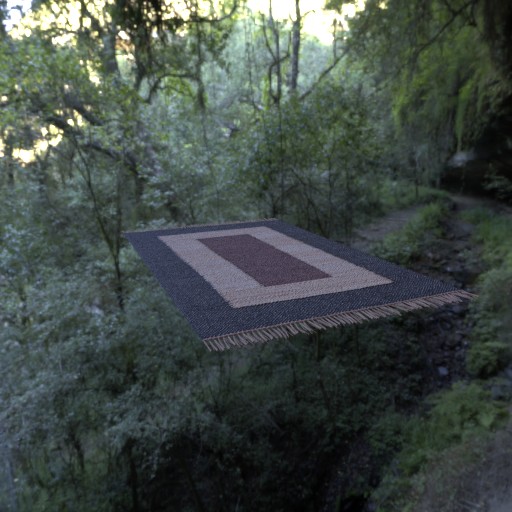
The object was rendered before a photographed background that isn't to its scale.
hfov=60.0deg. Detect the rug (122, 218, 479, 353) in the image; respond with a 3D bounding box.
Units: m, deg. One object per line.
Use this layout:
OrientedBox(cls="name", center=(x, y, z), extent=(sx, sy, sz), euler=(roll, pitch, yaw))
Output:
OrientedBox(cls="rug", center=(0.000, 0.000, 2.550), extent=(1.224, 0.027, 2.021), euler=(-7, 17, -23))
